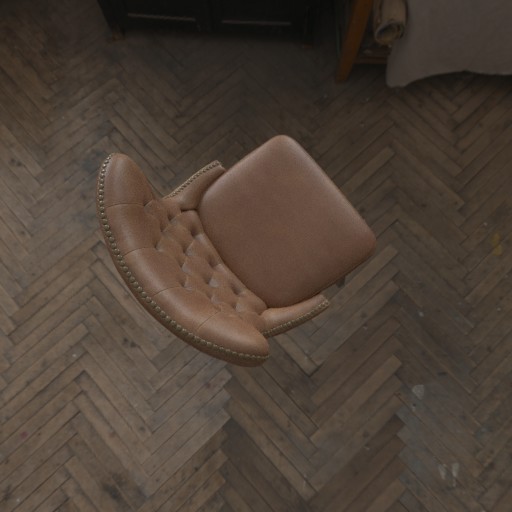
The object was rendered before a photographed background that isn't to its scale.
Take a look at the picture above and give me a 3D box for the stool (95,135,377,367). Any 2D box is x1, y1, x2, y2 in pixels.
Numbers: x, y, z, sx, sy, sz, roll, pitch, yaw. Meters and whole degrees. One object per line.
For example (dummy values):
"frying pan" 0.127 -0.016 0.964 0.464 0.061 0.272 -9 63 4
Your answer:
"stool" 0.000 0.000 1.360 0.601 1.050 0.528 -36 79 -8
